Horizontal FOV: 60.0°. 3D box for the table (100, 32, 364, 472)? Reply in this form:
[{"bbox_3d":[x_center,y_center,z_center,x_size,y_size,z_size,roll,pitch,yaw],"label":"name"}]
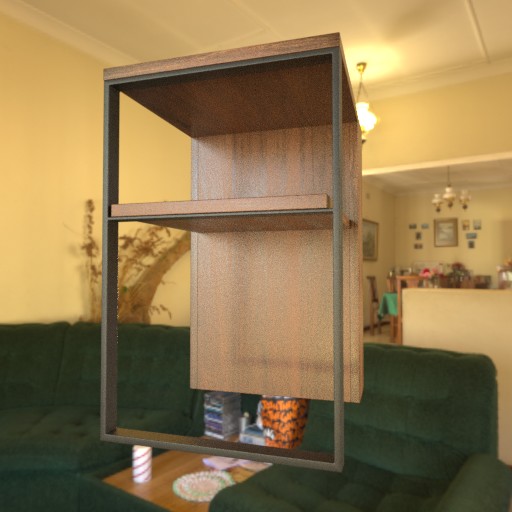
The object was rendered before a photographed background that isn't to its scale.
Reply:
[{"bbox_3d":[0.000,0.000,1.513,0.660,1.041,0.786,-1,-2,17],"label":"table"}]
